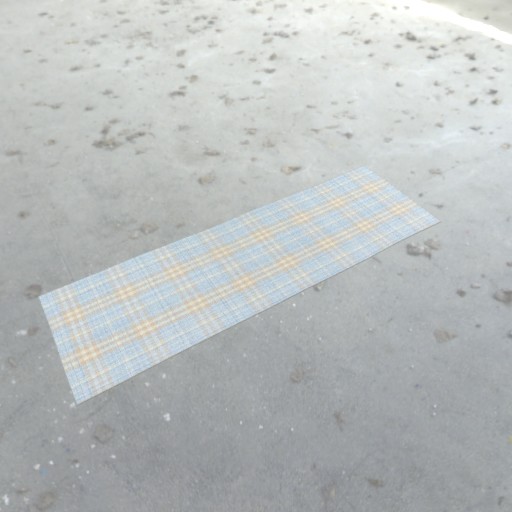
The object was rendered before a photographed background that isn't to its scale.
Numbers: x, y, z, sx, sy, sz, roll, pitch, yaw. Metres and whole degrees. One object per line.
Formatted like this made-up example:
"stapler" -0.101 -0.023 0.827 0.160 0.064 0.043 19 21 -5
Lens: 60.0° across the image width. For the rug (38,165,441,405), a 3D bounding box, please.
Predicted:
"rug" 0.000 0.000 2.737 2.439 0.013 0.762 -24 51 -21
